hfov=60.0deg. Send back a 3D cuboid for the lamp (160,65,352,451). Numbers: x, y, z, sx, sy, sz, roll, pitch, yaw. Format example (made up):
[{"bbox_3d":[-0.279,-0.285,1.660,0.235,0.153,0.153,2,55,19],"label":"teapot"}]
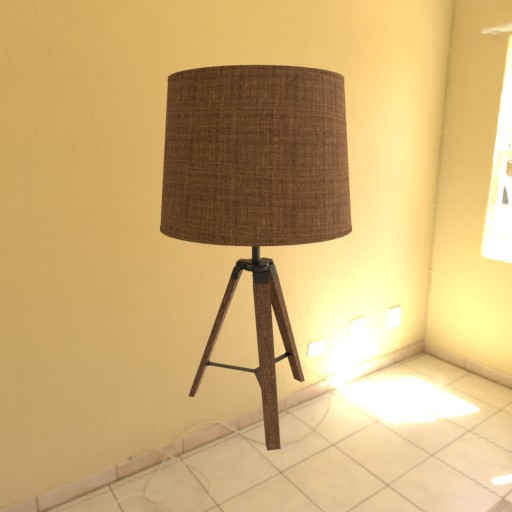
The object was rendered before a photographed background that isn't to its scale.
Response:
[{"bbox_3d":[0.000,0.000,0.692,0.290,0.514,0.290,0,14,0],"label":"lamp"}]
